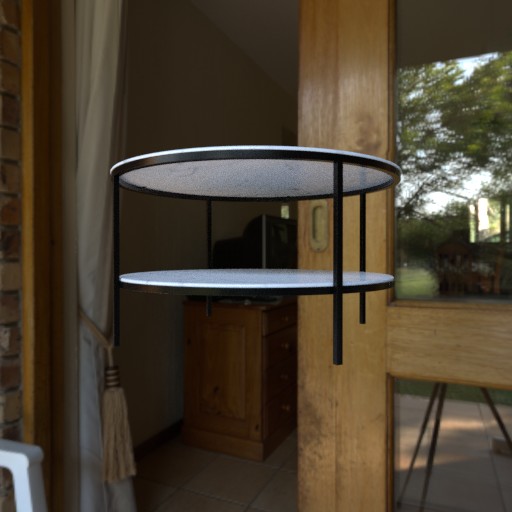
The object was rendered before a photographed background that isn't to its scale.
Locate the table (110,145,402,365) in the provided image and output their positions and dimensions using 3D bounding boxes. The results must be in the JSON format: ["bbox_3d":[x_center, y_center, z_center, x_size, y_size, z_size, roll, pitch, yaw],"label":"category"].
[{"bbox_3d":[0.000,0.000,1.284,0.800,0.450,0.800,0,1,0],"label":"table"}]
